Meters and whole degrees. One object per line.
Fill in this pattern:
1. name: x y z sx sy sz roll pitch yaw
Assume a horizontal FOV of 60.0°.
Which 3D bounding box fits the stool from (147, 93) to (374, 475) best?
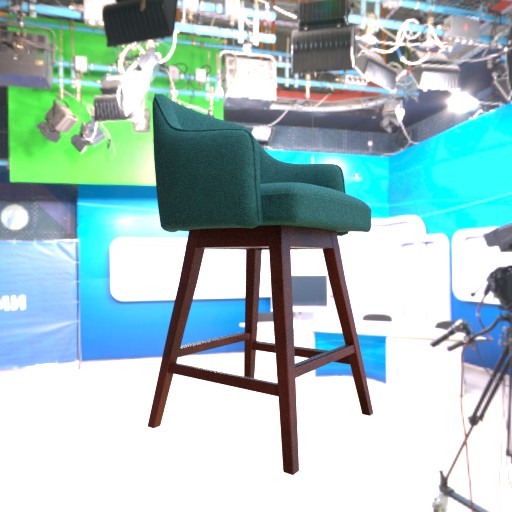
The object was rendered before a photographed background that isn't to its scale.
1. stool: 0.000 0.000 1.317 0.556 0.961 0.548 0 0 36
